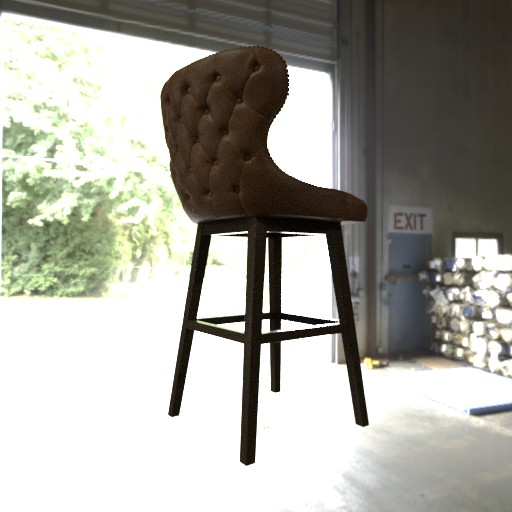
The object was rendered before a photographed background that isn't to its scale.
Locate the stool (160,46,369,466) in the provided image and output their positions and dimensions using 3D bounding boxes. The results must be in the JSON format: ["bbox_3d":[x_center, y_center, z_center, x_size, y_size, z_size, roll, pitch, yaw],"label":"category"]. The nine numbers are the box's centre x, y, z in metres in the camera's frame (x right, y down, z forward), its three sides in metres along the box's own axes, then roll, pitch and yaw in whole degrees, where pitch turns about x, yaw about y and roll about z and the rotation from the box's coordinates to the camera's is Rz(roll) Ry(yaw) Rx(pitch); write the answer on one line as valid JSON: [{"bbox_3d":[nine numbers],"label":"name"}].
[{"bbox_3d":[0.000,0.000,1.454,0.606,1.087,0.591,0,-1,-36],"label":"stool"}]
